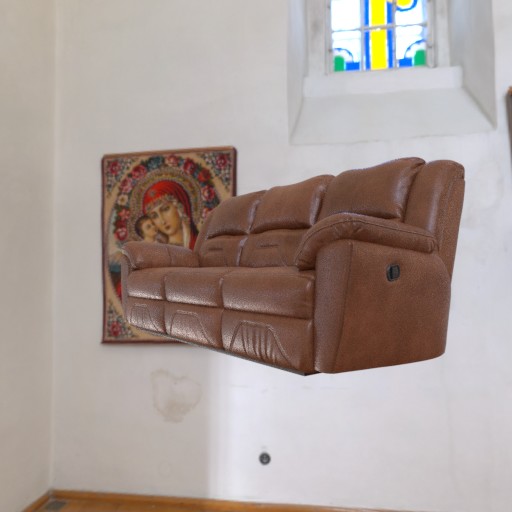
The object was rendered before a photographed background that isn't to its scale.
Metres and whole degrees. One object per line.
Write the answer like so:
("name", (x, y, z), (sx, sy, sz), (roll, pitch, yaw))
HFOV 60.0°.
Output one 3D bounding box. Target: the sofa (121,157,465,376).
("sofa", (0.000, 0.000, 2.787), (0.991, 1.043, 2.337), (1, -2, -37))
